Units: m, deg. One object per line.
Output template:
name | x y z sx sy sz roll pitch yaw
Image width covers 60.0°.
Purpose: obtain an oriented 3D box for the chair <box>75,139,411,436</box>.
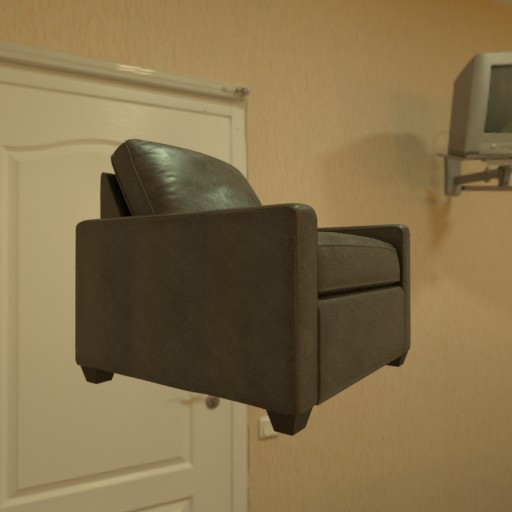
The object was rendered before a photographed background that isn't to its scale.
chair | 0.000 0.000 1.749 0.939 0.916 1.006 0 0 35
